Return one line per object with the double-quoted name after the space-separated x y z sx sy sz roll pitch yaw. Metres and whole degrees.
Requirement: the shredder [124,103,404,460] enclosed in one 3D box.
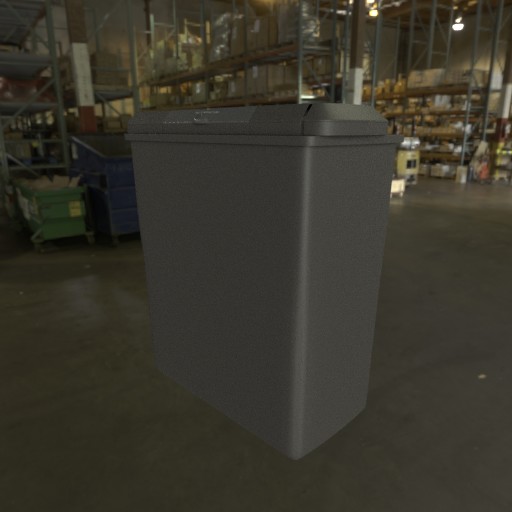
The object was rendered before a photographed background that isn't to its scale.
0.000 0.000 0.521 0.170 0.335 0.320 -15 22 -43 "shredder"
